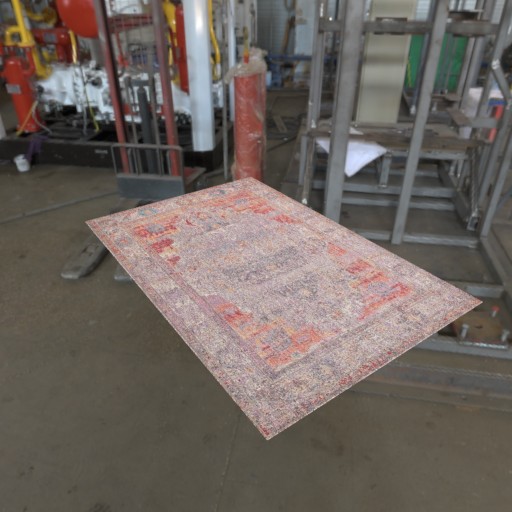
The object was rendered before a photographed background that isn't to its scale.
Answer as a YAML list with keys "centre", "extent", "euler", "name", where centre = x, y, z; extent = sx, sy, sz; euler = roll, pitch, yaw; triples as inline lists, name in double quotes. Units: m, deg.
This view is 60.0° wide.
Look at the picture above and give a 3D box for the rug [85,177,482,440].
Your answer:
- centre: [0.000, 0.000, 2.337]
  extent: [1.219, 0.005, 1.829]
  euler: [-21, 38, -30]
  name: "rug"
